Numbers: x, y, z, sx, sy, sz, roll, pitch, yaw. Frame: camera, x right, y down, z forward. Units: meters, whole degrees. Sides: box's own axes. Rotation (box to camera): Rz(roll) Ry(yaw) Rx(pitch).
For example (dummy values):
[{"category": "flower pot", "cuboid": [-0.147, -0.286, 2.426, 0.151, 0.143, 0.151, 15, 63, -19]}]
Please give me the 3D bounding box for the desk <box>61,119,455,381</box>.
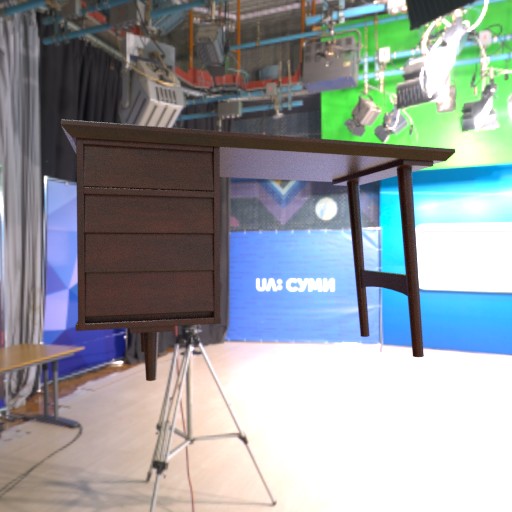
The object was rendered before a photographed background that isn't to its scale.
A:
[{"category": "desk", "cuboid": [0.000, 0.000, 1.674, 1.277, 0.758, 0.612, 0, 2, -17]}]
